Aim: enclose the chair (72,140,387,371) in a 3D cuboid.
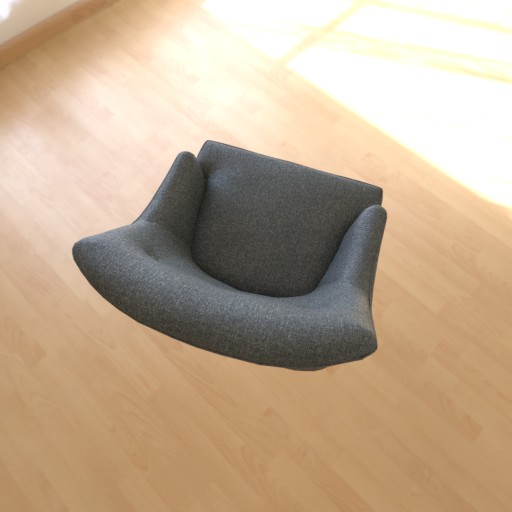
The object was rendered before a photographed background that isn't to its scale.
[{"bbox_3d":[0.000,0.000,1.623,0.864,0.856,0.923,17,65,8],"label":"chair"}]
